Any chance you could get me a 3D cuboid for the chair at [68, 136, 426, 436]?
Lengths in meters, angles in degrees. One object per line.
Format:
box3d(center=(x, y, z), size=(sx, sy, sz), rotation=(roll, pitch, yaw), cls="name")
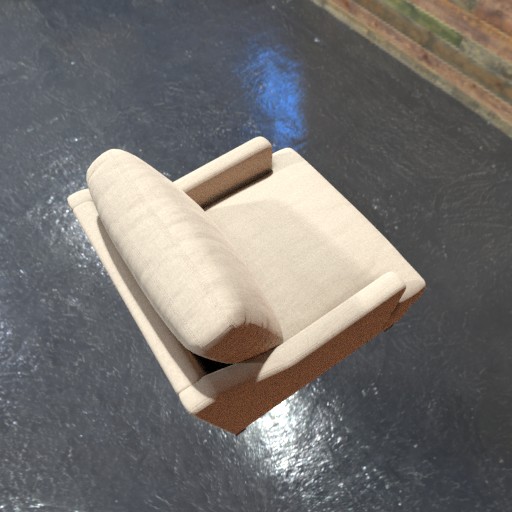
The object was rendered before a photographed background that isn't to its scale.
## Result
box3d(center=(0.000, 0.000, 1.690), size=(1.001, 0.916, 0.912), rotation=(-30, 62, -17), cls="chair")
